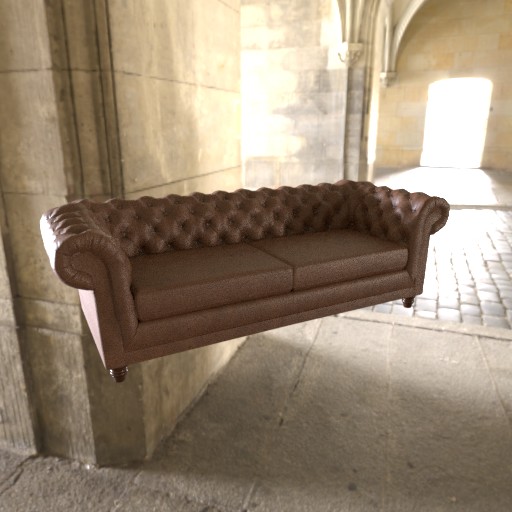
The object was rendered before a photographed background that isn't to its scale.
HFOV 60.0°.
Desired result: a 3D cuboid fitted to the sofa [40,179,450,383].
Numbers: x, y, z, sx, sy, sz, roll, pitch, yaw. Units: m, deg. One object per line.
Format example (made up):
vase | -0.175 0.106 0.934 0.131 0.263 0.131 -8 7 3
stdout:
sofa | 0.000 0.000 2.802 2.385 0.783 0.944 -9 19 -27
